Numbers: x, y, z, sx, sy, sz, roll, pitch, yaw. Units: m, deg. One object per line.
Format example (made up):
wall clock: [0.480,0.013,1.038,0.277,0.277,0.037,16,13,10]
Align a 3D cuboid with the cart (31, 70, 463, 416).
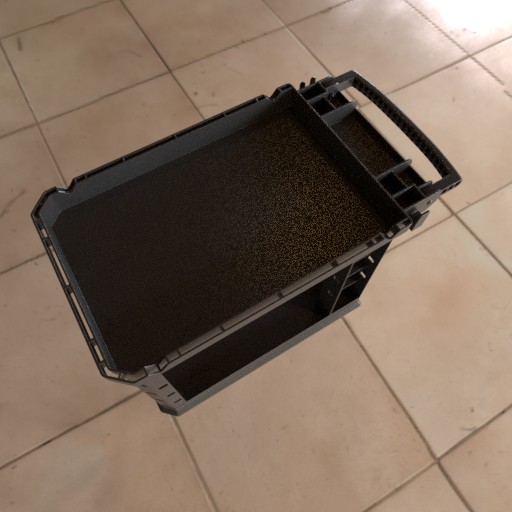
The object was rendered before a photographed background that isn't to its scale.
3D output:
cart: [0.000,0.000,1.752,1.239,0.884,0.674,-28,67,-13]
